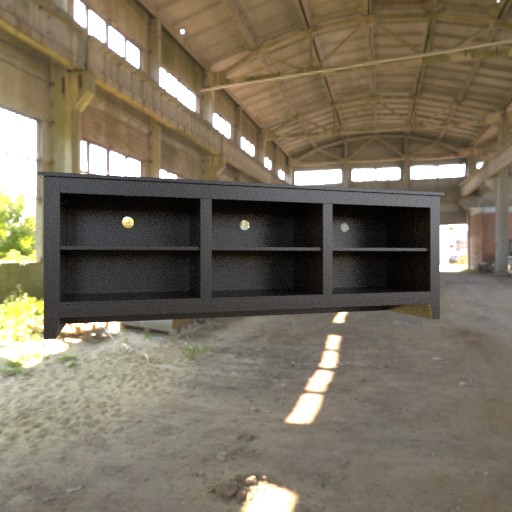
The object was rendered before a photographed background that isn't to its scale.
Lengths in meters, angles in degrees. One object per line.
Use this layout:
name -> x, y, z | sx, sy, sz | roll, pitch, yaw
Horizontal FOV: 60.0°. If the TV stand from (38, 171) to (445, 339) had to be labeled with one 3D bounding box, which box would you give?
TV stand -> 0.000, 0.000, 2.059 | 1.778, 0.610, 0.406 | 0, 0, -18
